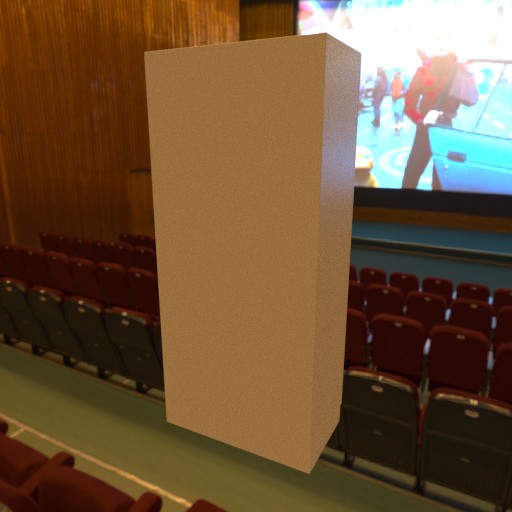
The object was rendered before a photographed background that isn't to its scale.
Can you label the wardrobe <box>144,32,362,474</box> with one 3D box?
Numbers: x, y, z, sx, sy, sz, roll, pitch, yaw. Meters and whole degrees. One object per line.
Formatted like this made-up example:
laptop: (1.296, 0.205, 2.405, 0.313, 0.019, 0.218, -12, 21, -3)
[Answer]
wardrobe: (0.000, 0.000, 2.019, 0.760, 1.700, 0.470, 8, 17, 27)
